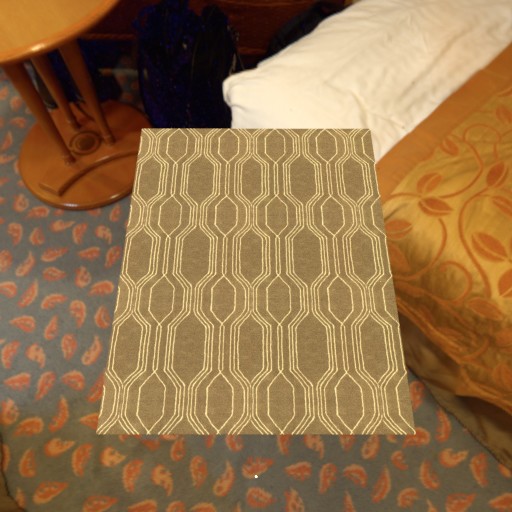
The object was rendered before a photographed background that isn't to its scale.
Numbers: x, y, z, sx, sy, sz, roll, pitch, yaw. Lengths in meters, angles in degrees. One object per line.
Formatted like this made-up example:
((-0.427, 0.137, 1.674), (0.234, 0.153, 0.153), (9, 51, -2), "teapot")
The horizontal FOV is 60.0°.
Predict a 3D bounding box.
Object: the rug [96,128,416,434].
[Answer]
((0.000, 0.000, 4.088), (2.457, 0.012, 3.062), (0, 64, 0), "rug")
